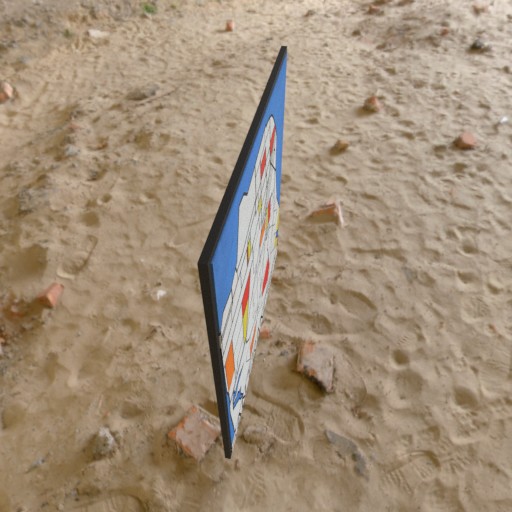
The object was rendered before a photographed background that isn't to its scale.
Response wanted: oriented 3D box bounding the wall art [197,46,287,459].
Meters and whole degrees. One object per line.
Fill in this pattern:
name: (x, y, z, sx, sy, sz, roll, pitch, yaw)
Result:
wall art: (0.000, 0.000, 0.998, 0.015, 0.663, 0.664, 8, 47, 8)
